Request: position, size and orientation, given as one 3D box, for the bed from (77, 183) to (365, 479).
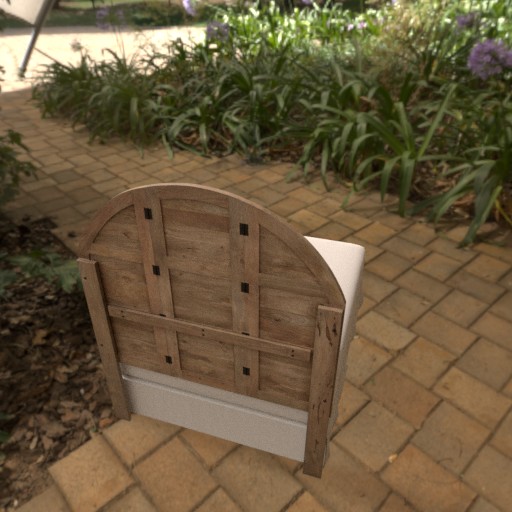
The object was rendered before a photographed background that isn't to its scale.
[{"bbox_3d":[0.000,0.000,3.543,1.713,2.002,2.112,10,33,15],"label":"bed"}]
